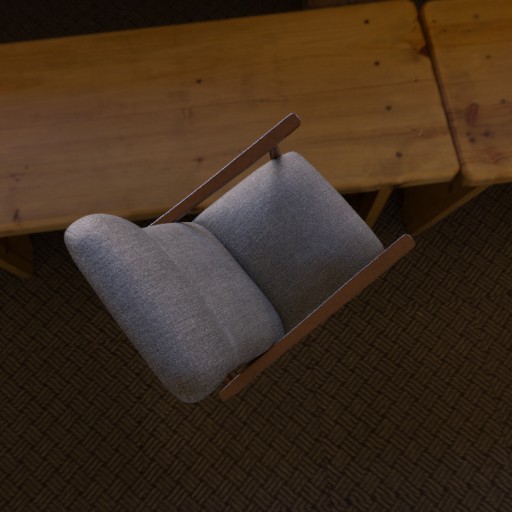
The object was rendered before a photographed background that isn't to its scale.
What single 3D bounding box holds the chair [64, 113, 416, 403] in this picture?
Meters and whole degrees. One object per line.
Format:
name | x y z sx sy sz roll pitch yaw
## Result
chair | 0.000 0.000 1.829 1.030 1.082 0.762 -38 78 -9
